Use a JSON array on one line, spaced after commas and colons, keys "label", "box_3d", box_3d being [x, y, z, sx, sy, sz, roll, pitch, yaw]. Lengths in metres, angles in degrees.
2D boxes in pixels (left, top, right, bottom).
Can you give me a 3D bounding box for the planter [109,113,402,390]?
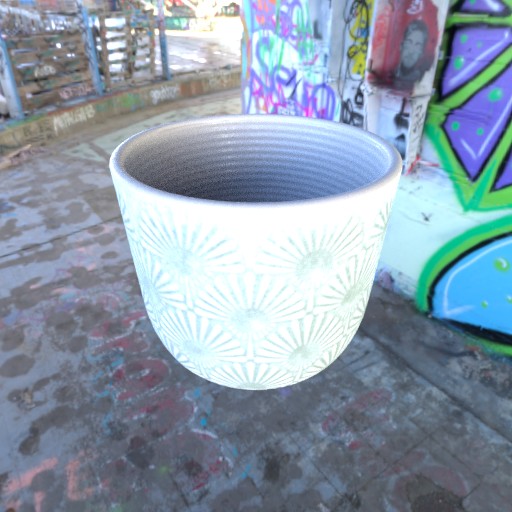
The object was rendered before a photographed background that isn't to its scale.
[{"label": "planter", "box_3d": [0.000, 0.000, 0.304, 0.170, 0.152, 0.170, 0, 31, 0]}]
